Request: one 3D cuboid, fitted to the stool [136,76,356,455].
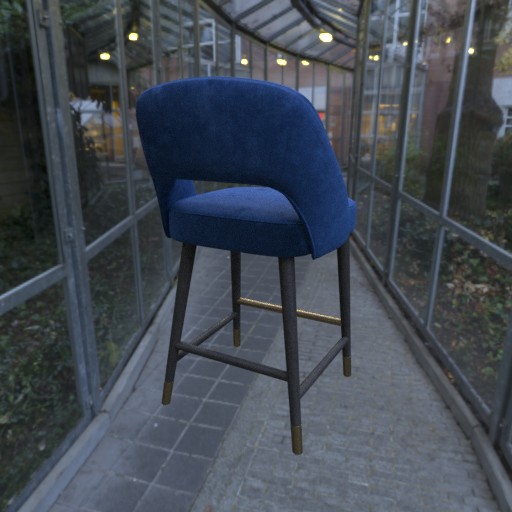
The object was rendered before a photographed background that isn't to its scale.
[{"bbox_3d":[0.000,0.000,1.280,0.536,0.925,0.524,9,19,27],"label":"stool"}]
